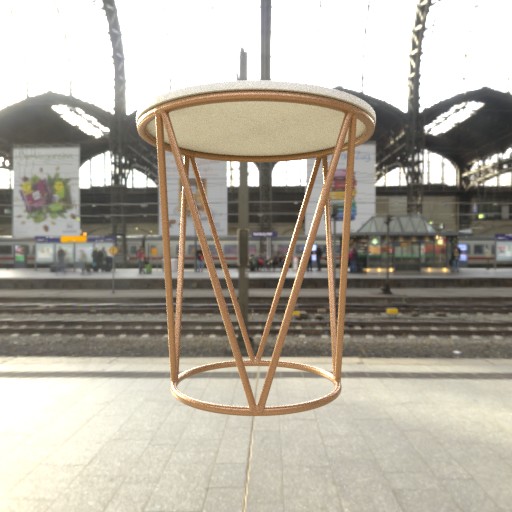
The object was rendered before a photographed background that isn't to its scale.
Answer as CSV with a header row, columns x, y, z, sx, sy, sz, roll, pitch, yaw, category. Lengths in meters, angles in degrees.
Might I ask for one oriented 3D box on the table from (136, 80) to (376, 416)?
x,y,z,sx,sy,sz,roll,pitch,yaw,category
0.000,0.000,0.958,0.500,0.564,0.500,0,0,0,table
